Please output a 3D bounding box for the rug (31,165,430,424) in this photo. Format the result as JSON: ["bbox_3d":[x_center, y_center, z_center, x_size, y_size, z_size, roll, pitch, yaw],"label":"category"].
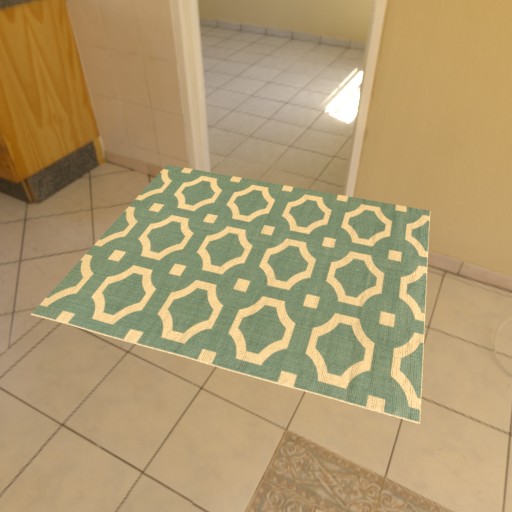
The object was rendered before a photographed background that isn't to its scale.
[{"bbox_3d":[0.000,0.000,4.120,3.049,0.021,2.466,12,43,13],"label":"rug"}]
